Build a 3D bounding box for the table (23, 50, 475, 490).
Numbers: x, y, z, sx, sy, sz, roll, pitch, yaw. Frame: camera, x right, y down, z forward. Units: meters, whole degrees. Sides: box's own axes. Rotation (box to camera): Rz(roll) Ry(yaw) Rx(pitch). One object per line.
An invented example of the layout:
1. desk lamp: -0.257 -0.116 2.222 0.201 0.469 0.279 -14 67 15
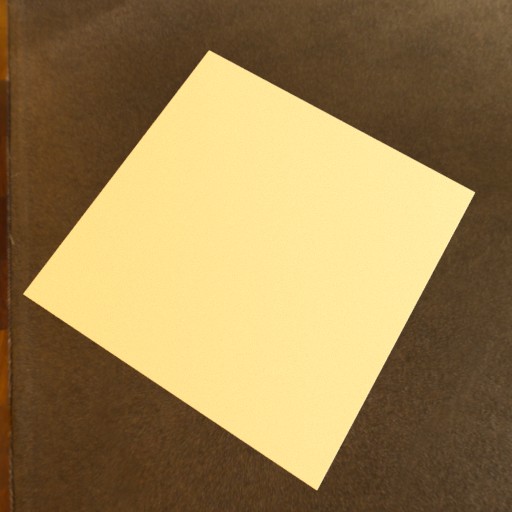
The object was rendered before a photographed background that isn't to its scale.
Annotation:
1. table: 0.000 0.000 1.349 0.890 0.305 0.890 31 77 8
